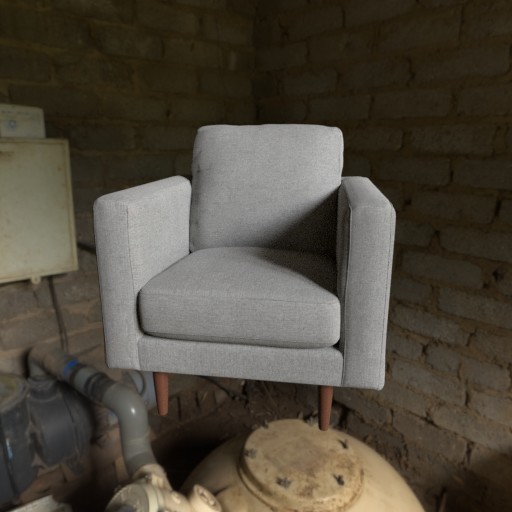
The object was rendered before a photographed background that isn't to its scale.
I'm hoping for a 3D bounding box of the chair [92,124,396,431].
[{"bbox_3d":[0.000,0.000,1.600,0.855,0.927,0.800,2,15,8],"label":"chair"}]
